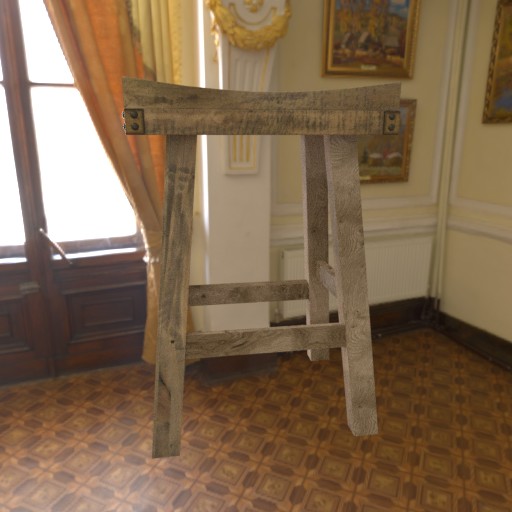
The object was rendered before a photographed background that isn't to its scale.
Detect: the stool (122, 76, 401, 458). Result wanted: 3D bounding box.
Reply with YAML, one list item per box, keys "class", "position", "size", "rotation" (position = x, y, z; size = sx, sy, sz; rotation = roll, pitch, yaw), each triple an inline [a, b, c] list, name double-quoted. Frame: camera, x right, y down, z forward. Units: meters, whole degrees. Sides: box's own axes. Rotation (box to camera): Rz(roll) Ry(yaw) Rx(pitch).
- class: "stool"
  position: [0.000, 0.000, 0.889]
  size: [0.450, 0.635, 0.330]
  rotation: [-2, 15, -9]
